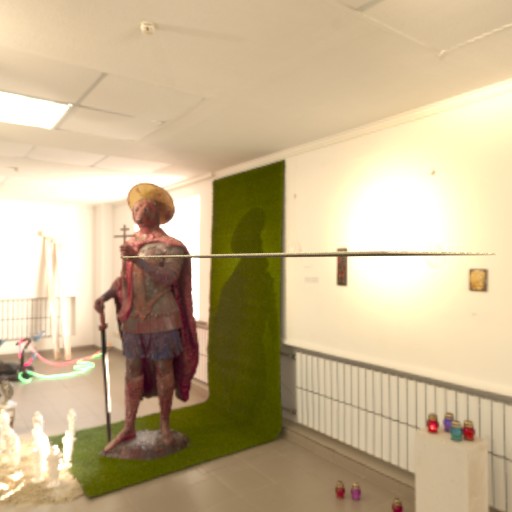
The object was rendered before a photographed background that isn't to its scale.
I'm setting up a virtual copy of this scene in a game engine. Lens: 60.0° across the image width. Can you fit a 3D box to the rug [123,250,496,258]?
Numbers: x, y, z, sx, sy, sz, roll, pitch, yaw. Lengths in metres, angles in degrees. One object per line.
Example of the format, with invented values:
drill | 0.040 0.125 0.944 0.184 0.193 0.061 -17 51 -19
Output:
rug | 0.000 0.000 2.642 0.750 0.009 2.435 0 -1 -37
